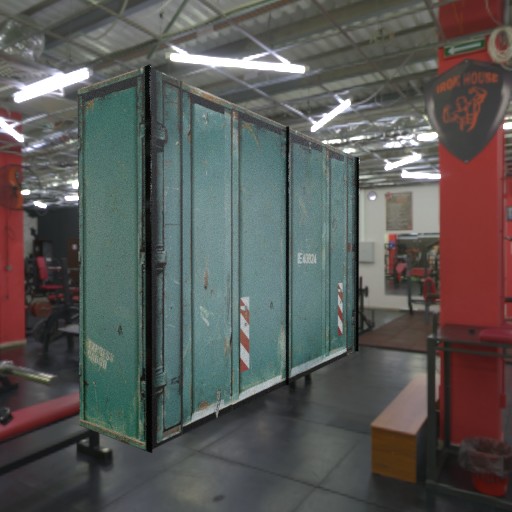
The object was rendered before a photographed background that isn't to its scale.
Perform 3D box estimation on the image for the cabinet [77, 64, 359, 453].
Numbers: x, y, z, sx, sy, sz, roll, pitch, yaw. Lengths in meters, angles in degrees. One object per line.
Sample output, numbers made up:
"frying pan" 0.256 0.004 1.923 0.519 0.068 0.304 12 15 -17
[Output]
"cabinet" 0.000 0.000 3.881 0.680 2.160 3.001 1 1 35
